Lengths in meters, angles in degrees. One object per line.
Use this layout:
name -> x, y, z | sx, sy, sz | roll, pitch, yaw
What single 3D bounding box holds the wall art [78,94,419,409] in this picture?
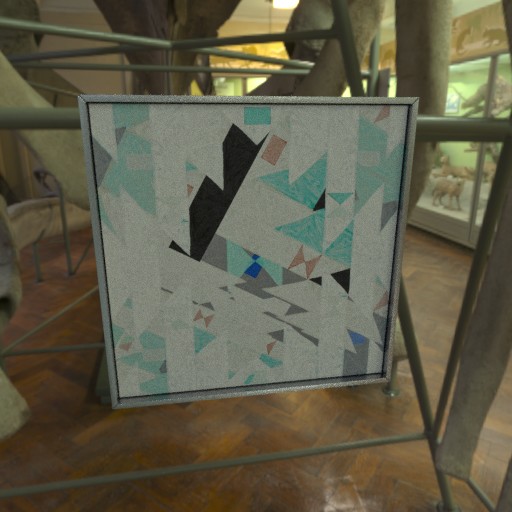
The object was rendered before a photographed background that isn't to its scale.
wall art -> 0.000, 0.000, 0.517 | 0.350, 0.350, 0.038 | -3, 17, -9
